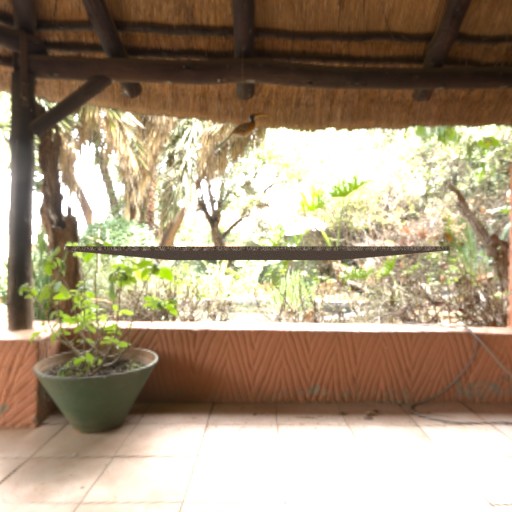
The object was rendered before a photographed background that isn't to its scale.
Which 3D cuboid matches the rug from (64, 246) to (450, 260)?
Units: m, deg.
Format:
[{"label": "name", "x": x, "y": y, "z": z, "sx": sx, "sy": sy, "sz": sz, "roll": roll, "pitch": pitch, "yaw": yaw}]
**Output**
[{"label": "rug", "x": 0.000, "y": 0.000, "z": 2.304, "sx": 1.224, "sy": 0.016, "sz": 1.832, "roll": 0, "pitch": -2, "yaw": 0}]
